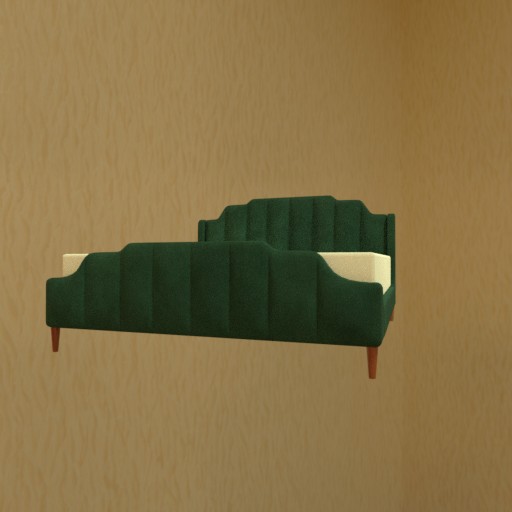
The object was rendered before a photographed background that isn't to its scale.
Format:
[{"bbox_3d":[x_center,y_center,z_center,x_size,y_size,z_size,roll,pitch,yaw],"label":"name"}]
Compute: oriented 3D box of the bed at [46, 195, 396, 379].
[{"bbox_3d":[0.000,0.000,3.562,2.074,1.245,2.340,0,-1,19],"label":"bed"}]
